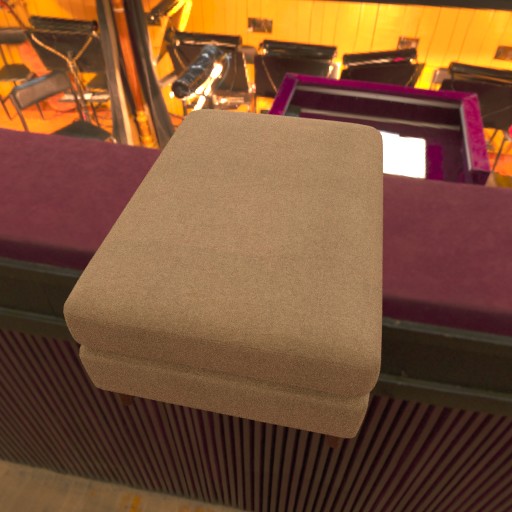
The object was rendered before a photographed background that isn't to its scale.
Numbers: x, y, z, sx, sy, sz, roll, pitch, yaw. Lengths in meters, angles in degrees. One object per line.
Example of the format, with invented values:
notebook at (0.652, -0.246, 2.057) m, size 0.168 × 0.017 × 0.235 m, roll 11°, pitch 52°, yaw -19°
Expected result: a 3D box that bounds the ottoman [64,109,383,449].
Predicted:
ottoman at (0.000, 0.000, 1.196) m, size 0.610 × 0.478 × 0.823 m, roll 8°, pitch 46°, yaw 8°
